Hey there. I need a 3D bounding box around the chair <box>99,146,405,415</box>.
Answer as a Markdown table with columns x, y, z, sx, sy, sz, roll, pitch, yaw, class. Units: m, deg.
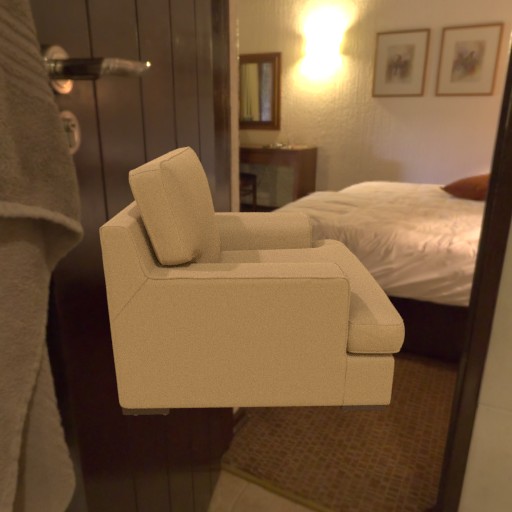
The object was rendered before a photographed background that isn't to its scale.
| x | y | z | sx | sy | sz | roll | pitch | yaw | class |
| --- | --- | --- | --- | --- | --- | --- | --- | --- | --- |
| 0.000 | 0.000 | 2.198 | 1.274 | 1.005 | 1.293 | -3 | 18 | -9 | chair |
